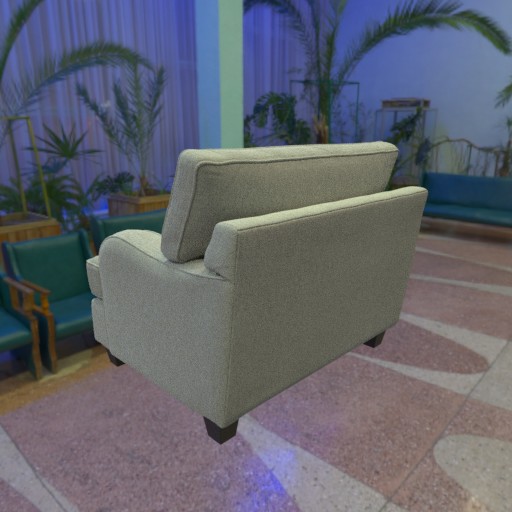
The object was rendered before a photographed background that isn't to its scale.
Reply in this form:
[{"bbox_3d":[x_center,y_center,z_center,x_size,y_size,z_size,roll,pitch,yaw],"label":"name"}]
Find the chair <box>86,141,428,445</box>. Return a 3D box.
[{"bbox_3d":[0.000,0.000,2.045,1.220,1.016,1.041,-15,22,-42],"label":"chair"}]
